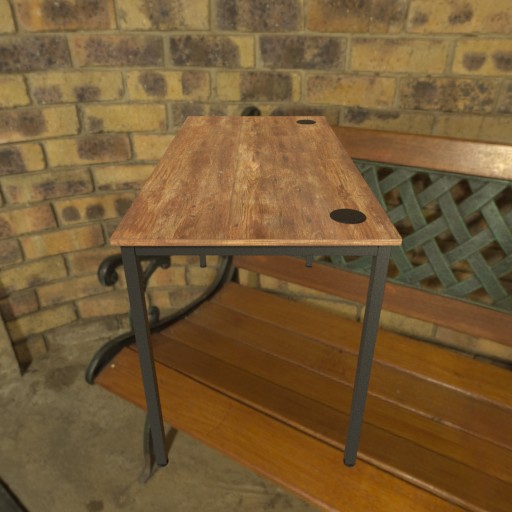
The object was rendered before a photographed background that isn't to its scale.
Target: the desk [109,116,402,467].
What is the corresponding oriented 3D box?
[{"bbox_3d":[0.000,0.000,1.611,0.600,0.749,1.200,0,29,0],"label":"desk"}]
